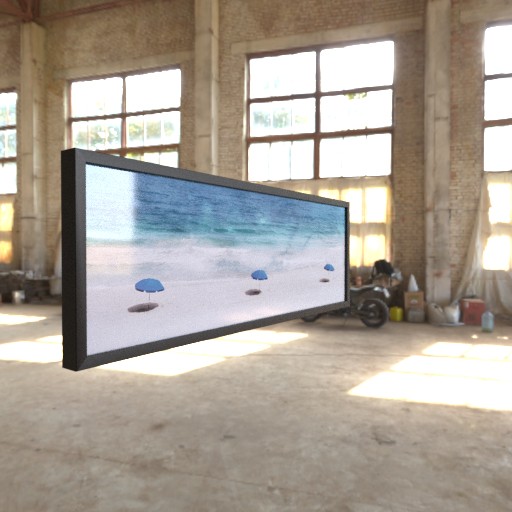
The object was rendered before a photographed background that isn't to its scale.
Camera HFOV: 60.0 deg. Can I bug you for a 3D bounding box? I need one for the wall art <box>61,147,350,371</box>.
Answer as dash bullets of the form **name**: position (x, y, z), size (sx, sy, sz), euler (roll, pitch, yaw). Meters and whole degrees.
- **wall art**: position (0.000, 0.000, 0.954), size (0.037, 0.303, 0.860), euler (1, 1, 37)
